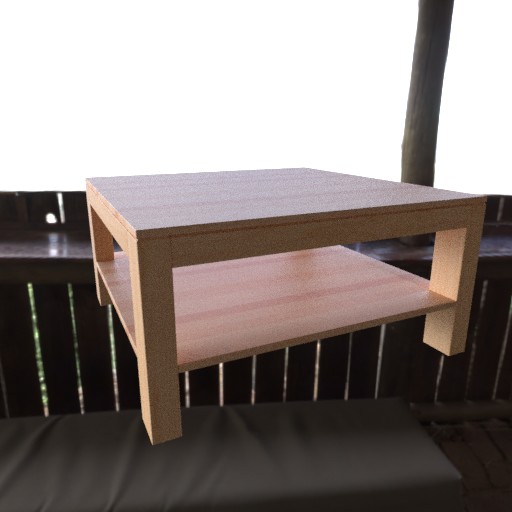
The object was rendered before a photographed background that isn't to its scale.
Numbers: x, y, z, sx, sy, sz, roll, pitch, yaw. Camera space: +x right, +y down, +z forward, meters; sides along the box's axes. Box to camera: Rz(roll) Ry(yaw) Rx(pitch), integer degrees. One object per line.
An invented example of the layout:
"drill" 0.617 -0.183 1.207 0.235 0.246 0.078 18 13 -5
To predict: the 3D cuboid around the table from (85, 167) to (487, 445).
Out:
"table" 0.000 0.000 1.415 0.900 0.450 0.900 -8 18 -25
